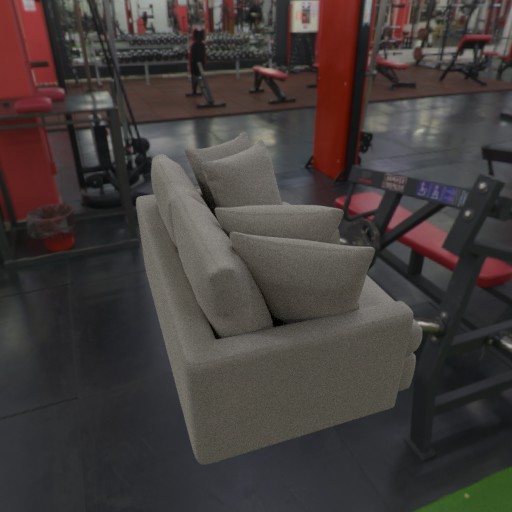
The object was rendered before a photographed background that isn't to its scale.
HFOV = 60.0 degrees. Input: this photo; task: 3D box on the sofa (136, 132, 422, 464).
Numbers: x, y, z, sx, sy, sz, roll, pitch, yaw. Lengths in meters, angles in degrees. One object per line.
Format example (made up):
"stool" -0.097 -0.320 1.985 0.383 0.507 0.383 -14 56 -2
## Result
"sofa" 0.000 0.000 2.702 1.228 1.080 1.869 -10 31 -17
